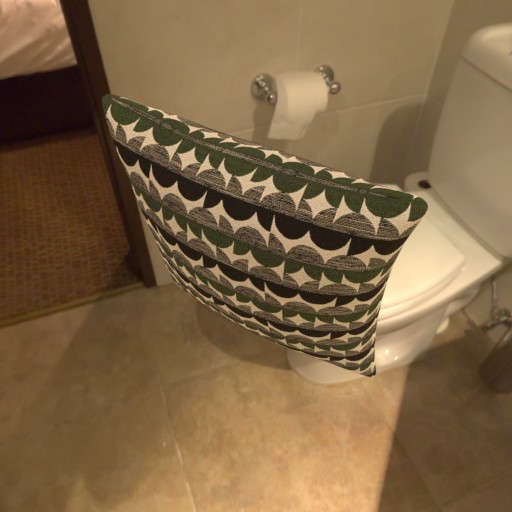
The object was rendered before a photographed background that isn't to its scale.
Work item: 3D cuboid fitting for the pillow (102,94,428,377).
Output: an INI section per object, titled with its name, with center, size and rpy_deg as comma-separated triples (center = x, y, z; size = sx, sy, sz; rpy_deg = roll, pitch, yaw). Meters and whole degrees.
[pillow]
center = 0.000, 0.000, 0.639
size = 0.419, 0.404, 0.180
rpy_deg = 24, 51, 21
